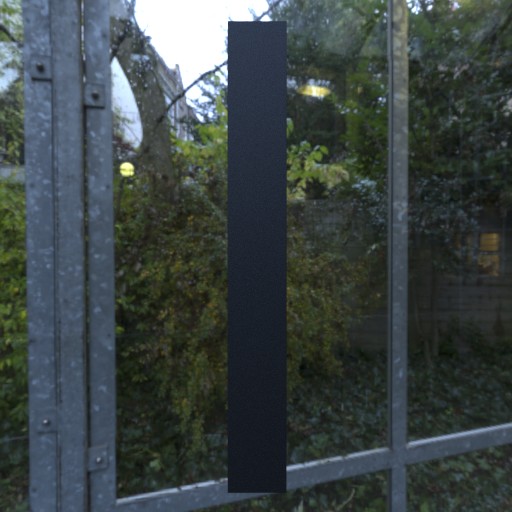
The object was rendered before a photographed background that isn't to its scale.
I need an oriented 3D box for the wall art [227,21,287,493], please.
[{"bbox_3d":[0.000,0.000,0.437,0.038,0.304,0.305,0,0,0],"label":"wall art"}]
